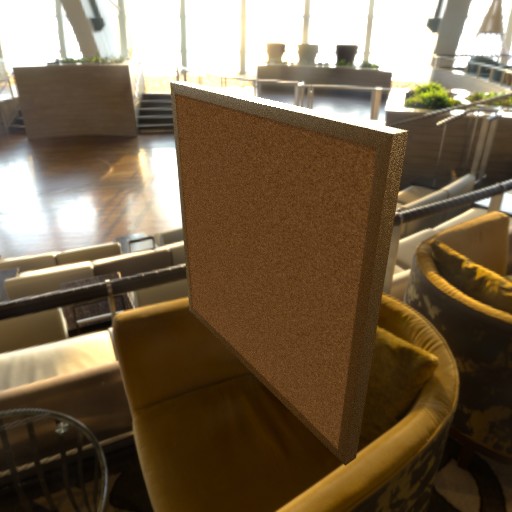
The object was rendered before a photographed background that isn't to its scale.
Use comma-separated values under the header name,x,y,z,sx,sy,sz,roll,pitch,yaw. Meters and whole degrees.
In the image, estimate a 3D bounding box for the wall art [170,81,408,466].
name,x,y,z,sx,sy,sz,roll,pitch,yaw
wall art,0.000,0.000,1.137,0.036,0.765,0.767,-19,33,-31
